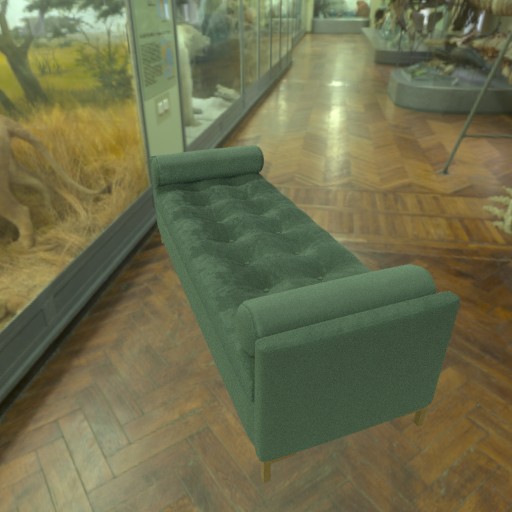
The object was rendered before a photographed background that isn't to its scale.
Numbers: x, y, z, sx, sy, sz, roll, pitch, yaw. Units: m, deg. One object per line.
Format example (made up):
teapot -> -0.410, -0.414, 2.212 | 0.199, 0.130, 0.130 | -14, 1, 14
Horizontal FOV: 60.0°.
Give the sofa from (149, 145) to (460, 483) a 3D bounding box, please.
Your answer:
sofa -> 0.000, 0.000, 2.434 | 0.796, 0.705, 2.102 | -11, 32, -18
